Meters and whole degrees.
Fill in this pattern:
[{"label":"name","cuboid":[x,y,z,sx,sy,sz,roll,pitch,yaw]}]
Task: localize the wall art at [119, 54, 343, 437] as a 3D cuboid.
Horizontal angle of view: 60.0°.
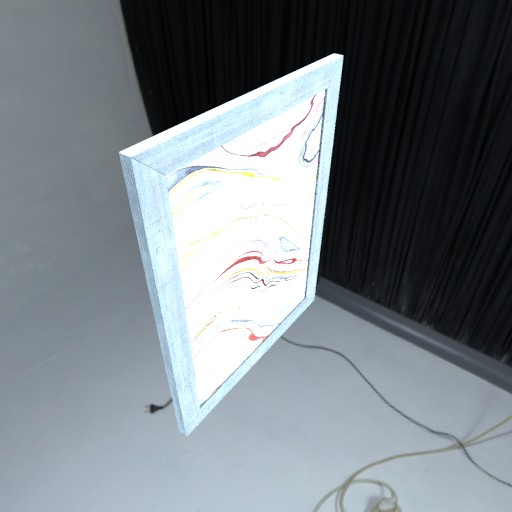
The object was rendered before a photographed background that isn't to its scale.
[{"label":"wall art","cuboid":[0.000,0.000,0.838,0.020,0.613,0.481,26,47,28]}]
